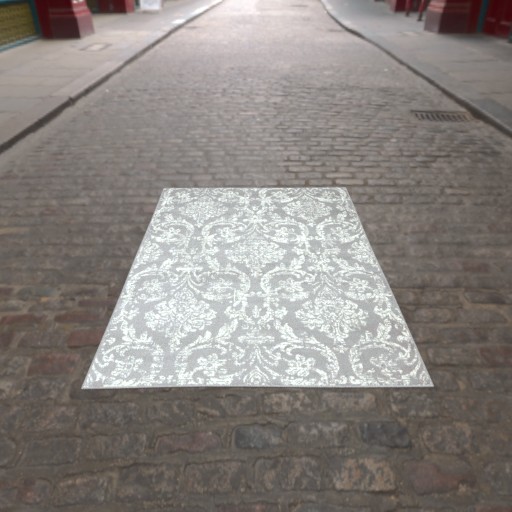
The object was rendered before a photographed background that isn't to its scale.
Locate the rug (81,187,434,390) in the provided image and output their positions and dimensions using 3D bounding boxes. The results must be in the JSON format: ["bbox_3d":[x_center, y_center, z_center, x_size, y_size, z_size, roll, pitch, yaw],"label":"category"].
[{"bbox_3d":[0.000,0.000,2.909,1.578,0.014,2.206,0,32,0],"label":"rug"}]
